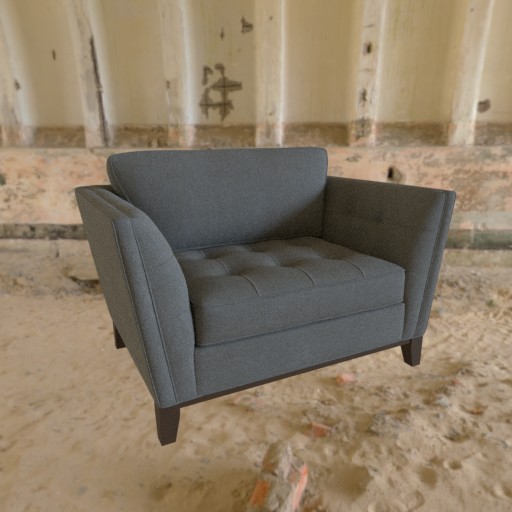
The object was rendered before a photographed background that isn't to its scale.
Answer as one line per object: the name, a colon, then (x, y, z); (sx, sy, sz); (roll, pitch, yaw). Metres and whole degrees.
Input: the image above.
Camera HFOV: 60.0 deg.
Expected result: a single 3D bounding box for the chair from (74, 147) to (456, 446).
chair: (0.000, 0.000, 2.018); (1.396, 0.942, 0.965); (-8, 17, -26)
